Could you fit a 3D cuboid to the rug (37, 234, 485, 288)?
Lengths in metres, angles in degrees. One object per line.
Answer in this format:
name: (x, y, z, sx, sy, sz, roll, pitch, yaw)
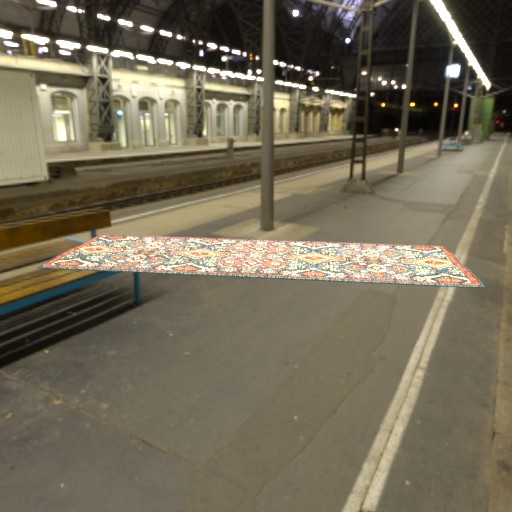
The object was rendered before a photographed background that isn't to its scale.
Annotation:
rug: (0.000, 0.000, 2.770, 2.459, 0.010, 0.801, 2, 17, 7)
